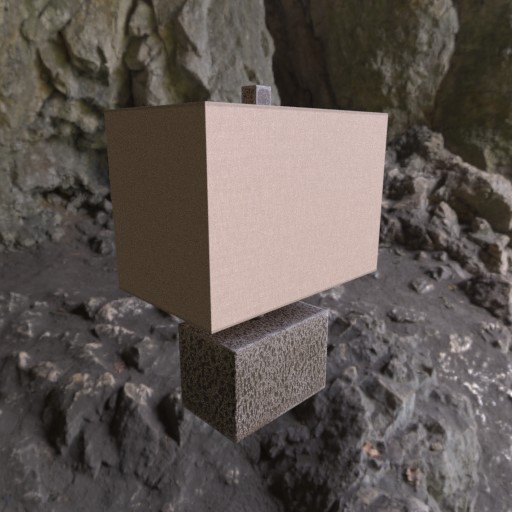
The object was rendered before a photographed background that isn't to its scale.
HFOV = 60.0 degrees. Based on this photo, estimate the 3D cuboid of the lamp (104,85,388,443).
[{"bbox_3d":[0.000,0.000,0.572,0.294,0.411,0.180,-14,21,-42],"label":"lamp"}]
